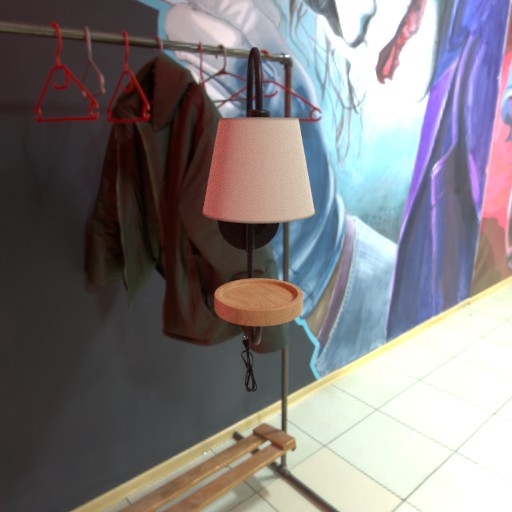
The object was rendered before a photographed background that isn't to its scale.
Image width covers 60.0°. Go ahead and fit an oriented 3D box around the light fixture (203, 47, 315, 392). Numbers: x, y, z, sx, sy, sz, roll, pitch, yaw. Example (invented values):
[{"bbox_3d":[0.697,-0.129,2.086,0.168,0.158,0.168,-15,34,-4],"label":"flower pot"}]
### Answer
[{"bbox_3d":[0.000,0.000,0.942,0.220,0.821,0.299,-2,16,-8],"label":"light fixture"}]
